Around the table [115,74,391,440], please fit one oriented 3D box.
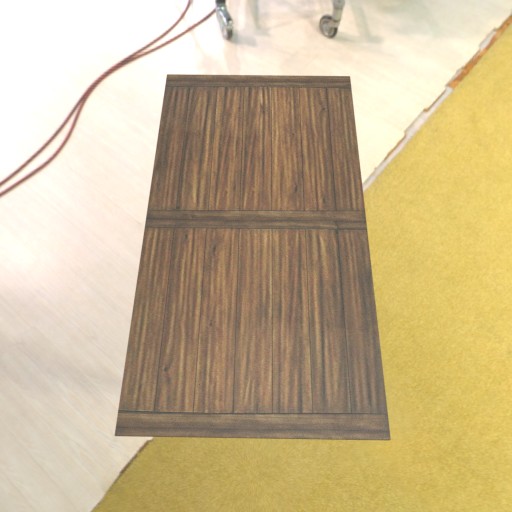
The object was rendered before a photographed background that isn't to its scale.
[{"bbox_3d":[0.000,0.000,2.509,1.071,0.793,1.966,1,64,0],"label":"table"}]
